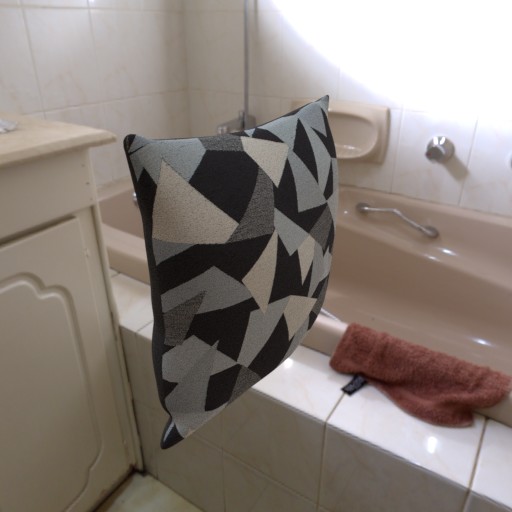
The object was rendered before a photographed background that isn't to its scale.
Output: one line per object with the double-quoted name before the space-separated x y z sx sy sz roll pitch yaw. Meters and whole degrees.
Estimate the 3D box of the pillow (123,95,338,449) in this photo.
"pillow" 0.000 0.000 0.774 0.208 0.496 0.503 18 32 31
